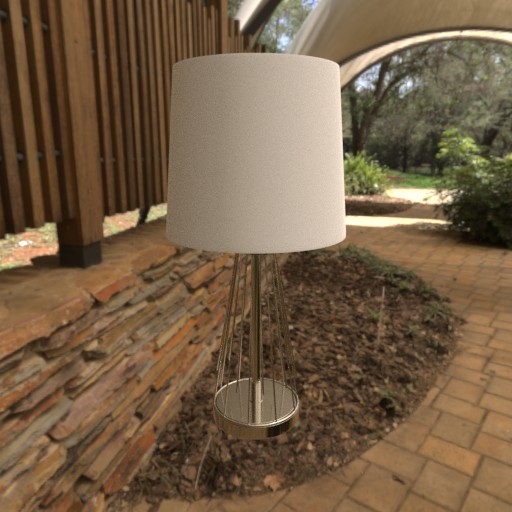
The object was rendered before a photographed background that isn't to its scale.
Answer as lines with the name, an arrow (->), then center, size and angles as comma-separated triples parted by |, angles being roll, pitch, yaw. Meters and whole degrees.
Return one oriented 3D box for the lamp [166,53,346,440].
lamp -> 0.000, 0.000, 0.772 | 0.303, 0.618, 0.303 | 0, 14, 0
